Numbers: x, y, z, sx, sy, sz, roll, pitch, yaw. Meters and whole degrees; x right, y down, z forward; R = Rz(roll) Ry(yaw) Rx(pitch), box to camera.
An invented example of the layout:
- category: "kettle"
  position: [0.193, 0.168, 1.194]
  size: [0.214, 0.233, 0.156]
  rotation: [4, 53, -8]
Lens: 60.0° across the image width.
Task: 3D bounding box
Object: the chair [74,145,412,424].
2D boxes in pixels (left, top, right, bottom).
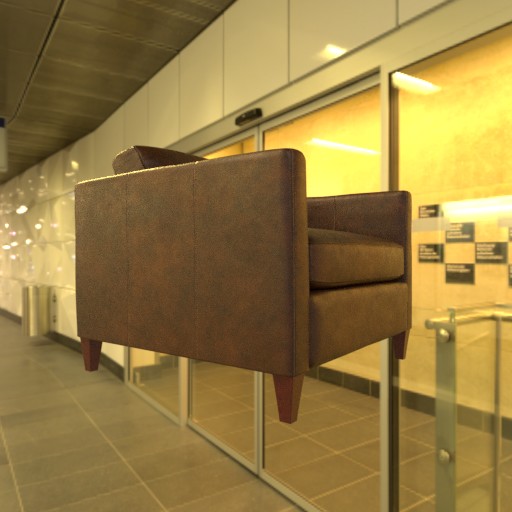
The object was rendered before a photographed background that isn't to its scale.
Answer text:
- category: "chair"
  position: [0.000, 0.000, 1.766]
  size: [0.975, 0.864, 0.990]
  rotation: [0, 0, 36]
